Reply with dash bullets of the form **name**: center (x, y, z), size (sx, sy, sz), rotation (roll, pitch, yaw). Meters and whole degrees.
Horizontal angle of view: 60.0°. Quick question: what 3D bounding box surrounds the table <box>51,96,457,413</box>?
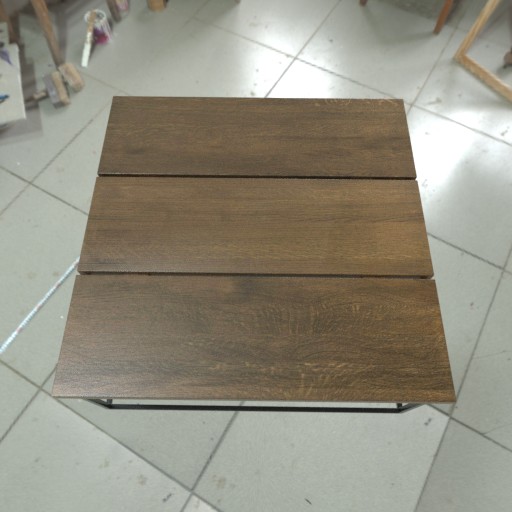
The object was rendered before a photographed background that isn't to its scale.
- **table**: center (0.000, 0.000, 1.358), size (0.900, 0.400, 0.900), rotation (1, 64, 0)
